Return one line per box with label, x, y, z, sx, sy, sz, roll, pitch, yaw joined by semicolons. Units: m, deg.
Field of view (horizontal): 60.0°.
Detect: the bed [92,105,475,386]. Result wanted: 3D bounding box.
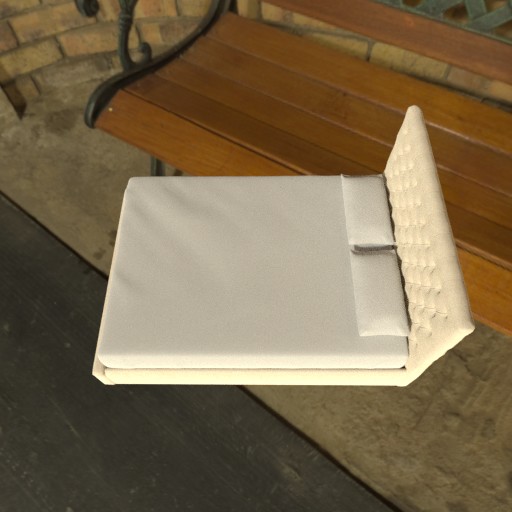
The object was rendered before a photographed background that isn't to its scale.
bed;0.000;0.000;3.367;2.387;1.427;1.698;0;61;0
